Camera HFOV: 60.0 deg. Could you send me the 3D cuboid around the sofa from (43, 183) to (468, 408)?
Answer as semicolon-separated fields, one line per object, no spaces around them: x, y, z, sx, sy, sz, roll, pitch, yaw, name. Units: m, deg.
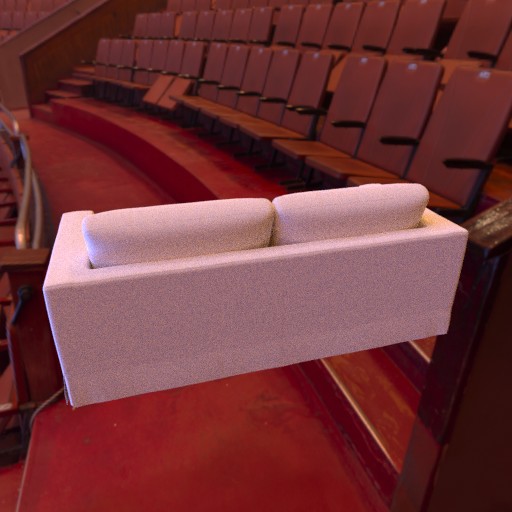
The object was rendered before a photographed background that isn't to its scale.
0.000;0.000;2.605;2.163;0.881;0.954;-7;27;-15;sofa
